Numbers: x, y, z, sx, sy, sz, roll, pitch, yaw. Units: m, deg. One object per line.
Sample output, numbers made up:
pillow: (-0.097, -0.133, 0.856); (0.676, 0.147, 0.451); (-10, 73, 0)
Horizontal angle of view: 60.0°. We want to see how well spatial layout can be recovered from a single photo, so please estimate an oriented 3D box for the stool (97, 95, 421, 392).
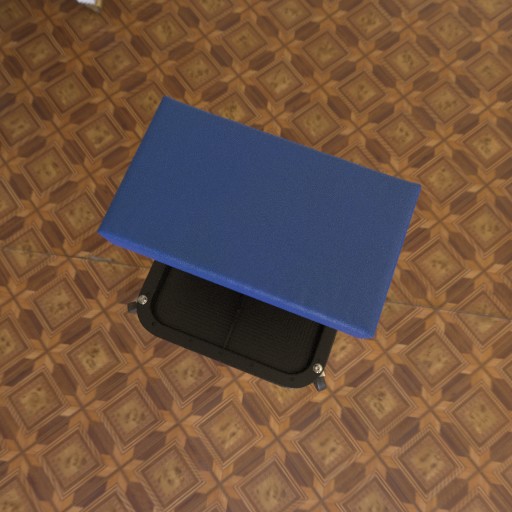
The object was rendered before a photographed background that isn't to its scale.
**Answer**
stool: (0.000, 0.000, 0.744); (0.446, 0.380, 0.371); (21, 77, 5)
